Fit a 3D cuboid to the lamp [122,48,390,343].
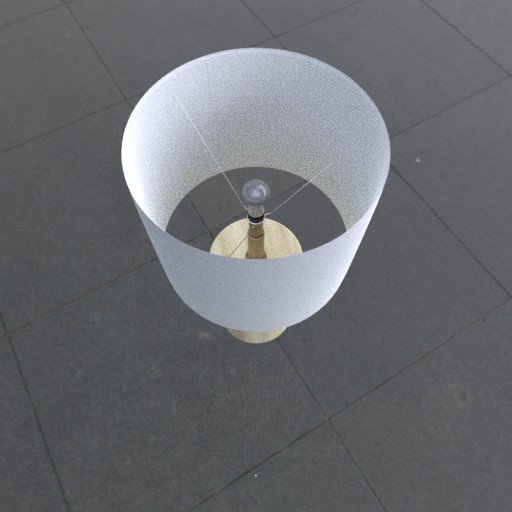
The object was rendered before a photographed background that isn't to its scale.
[{"bbox_3d":[0.000,0.000,0.574,0.228,0.444,0.228,-14,65,-7],"label":"lamp"}]
